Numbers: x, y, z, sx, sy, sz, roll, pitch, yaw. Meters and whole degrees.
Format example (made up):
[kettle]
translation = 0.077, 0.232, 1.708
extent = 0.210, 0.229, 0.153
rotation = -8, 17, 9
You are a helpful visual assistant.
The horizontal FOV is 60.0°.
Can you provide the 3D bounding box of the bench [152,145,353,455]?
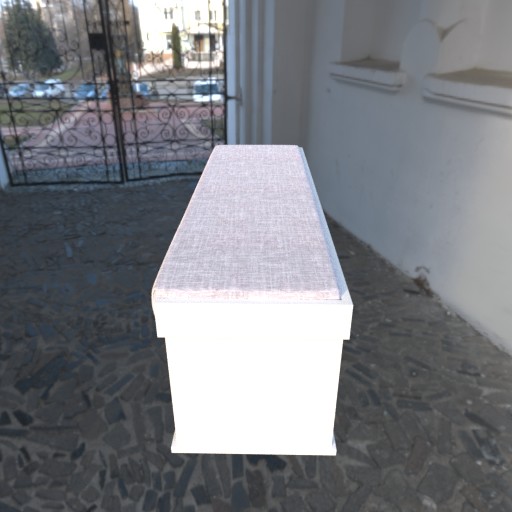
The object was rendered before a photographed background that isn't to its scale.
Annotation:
[bench]
translation = 0.000, 0.000, 1.404
extent = 0.363, 0.453, 1.196
rotation = 0, 27, 1
